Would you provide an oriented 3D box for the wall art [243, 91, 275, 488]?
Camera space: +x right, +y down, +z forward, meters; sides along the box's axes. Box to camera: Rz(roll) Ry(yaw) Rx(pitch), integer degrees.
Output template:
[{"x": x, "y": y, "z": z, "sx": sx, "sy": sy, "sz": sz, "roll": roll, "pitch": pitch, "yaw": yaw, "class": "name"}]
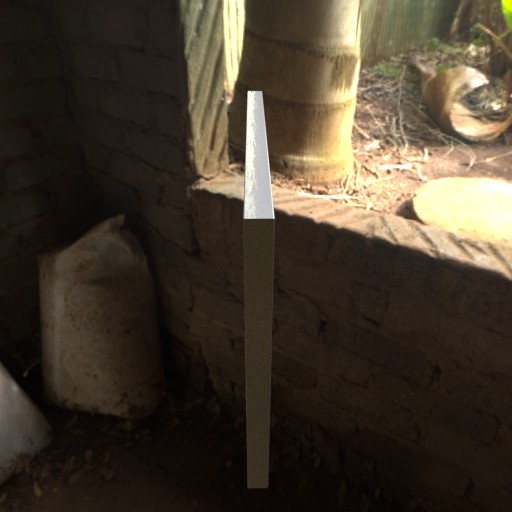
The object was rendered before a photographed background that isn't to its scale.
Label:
[{"x": 0.000, "y": 0.000, "z": 1.398, "sx": 0.053, "sy": 0.787, "sz": 1.041, "roll": 0, "pitch": 32, "yaw": 0, "class": "wall art"}]
